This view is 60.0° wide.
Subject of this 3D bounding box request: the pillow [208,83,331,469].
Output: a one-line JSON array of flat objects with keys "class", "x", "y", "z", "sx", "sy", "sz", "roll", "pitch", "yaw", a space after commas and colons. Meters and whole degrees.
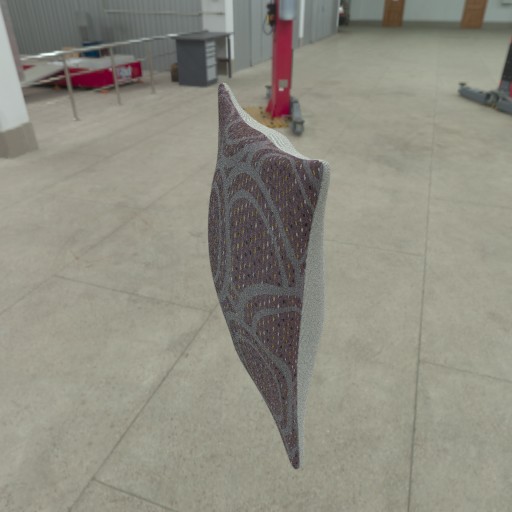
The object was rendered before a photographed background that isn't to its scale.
[{"class": "pillow", "x": 0.000, "y": 0.000, "z": 0.797, "sx": 0.163, "sy": 0.513, "sz": 0.514, "roll": -8, "pitch": 32, "yaw": -13}]
